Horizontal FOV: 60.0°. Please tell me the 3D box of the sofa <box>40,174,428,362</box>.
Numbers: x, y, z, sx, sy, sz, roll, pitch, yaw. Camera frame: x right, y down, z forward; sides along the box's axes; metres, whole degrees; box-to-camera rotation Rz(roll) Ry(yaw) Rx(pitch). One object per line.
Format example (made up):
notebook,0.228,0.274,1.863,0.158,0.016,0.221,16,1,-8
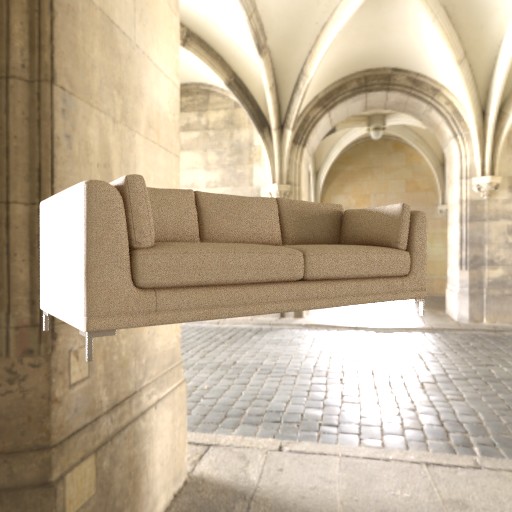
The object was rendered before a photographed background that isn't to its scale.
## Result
sofa,0.000,0.000,2.901,2.415,0.867,0.969,0,0,-36
